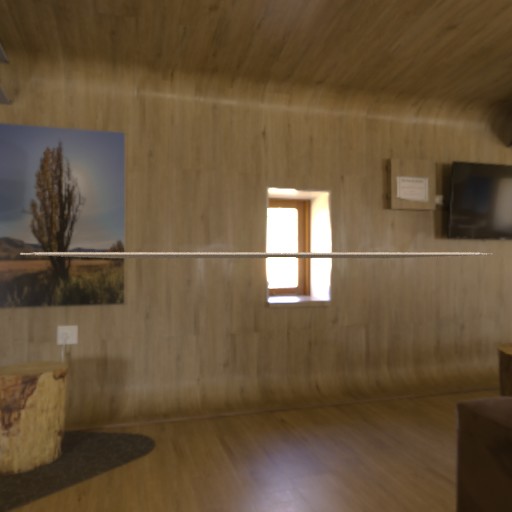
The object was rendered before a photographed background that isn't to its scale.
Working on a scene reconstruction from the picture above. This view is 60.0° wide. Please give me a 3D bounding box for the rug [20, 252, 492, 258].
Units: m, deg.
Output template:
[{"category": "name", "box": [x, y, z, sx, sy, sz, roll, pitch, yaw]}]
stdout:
[{"category": "rug", "box": [0.000, 0.000, 3.063, 2.486, 0.013, 1.548, 0, -1, -1]}]
